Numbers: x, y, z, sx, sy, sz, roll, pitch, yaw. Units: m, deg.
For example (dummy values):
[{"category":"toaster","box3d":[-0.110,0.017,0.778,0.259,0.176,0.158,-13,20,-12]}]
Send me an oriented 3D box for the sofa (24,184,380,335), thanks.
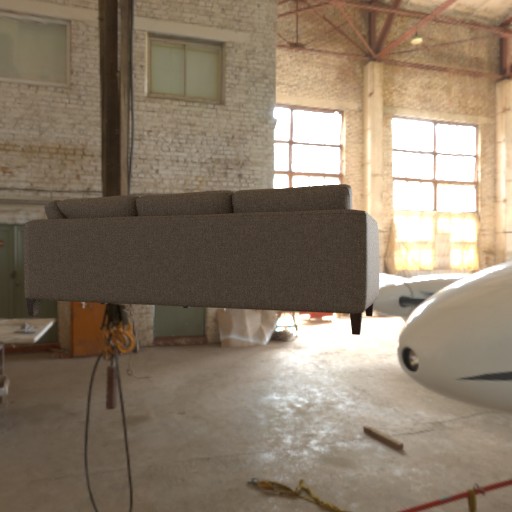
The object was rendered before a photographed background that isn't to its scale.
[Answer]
[{"category":"sofa","box3d":[0.000,0.000,4.487,2.551,0.889,3.403,0,0,19]}]
